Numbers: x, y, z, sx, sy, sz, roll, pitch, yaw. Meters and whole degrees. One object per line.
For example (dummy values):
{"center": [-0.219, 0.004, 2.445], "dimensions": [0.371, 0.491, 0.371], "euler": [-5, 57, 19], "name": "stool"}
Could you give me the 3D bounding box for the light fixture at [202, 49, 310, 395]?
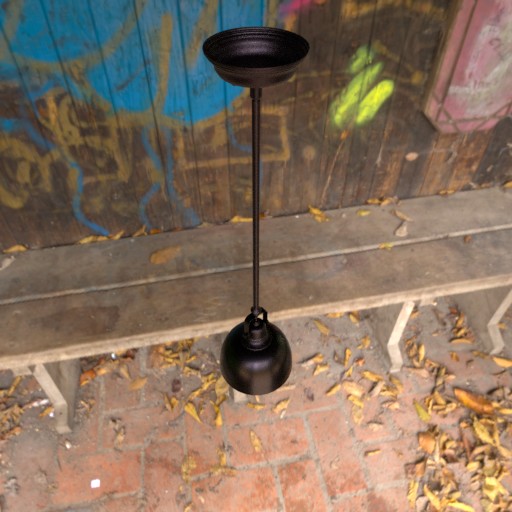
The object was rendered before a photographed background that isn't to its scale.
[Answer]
{"center": [0.000, 0.000, 0.839], "dimensions": [0.182, 0.768, 0.182], "euler": [-31, 53, -26], "name": "light fixture"}
